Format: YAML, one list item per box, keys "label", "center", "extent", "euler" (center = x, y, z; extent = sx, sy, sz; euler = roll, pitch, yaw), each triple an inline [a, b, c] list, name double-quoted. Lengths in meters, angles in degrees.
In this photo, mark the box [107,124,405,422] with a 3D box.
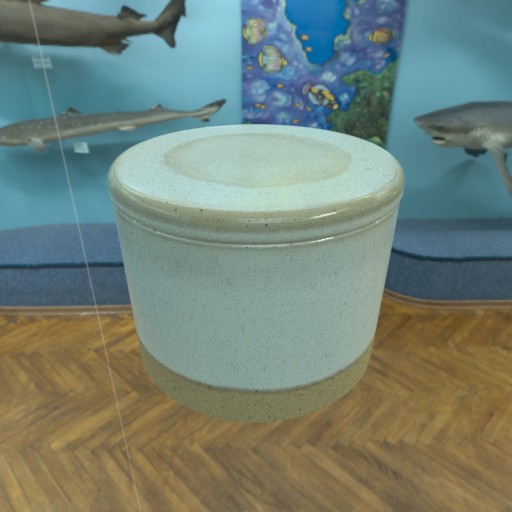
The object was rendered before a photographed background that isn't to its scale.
- label: "box"
  center: [0.000, 0.000, 0.266]
  extent: [0.154, 0.123, 0.154]
  euler: [0, 29, 0]
